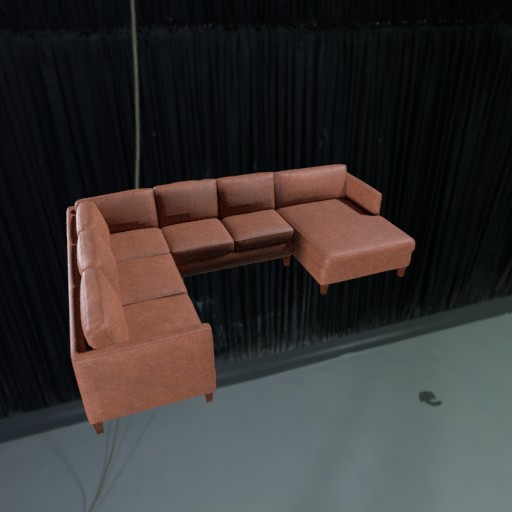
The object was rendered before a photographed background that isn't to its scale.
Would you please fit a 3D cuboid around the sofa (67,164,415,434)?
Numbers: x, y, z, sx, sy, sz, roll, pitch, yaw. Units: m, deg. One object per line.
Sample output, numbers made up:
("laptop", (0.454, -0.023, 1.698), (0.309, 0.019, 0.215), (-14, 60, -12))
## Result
("sofa", (0.000, 0.000, 4.453), (3.460, 0.923, 2.593), (-11, 32, -18))
